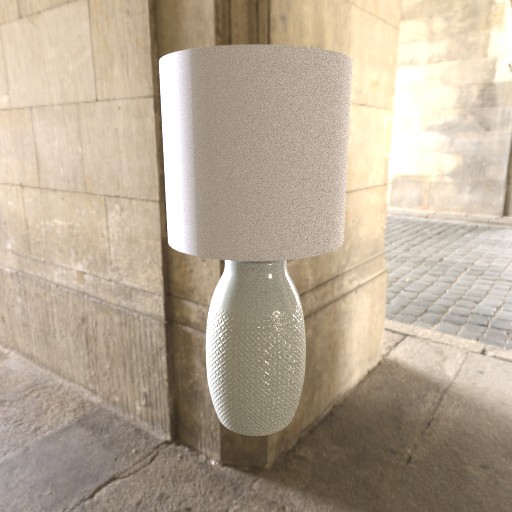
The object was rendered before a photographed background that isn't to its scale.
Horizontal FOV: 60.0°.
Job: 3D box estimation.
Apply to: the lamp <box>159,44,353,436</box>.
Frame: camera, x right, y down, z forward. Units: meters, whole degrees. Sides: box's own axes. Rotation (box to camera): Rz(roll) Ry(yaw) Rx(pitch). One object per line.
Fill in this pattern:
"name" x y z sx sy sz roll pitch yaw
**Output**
"lamp" 0.000 0.000 0.563 0.217 0.453 0.217 -2 15 -9
